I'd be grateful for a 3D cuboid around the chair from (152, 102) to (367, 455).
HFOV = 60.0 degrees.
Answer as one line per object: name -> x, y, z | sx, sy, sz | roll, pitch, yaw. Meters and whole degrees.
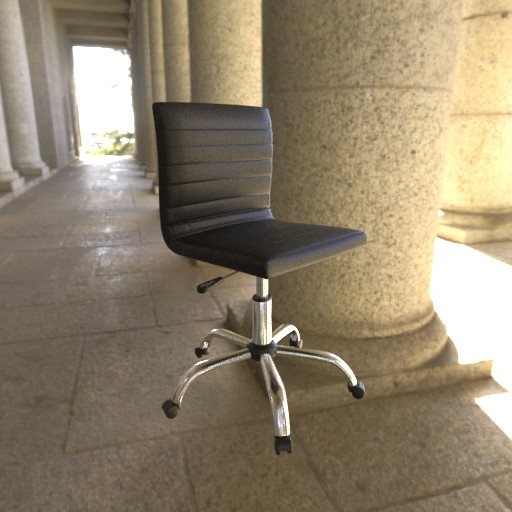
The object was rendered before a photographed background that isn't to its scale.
chair -> 0.000, 0.000, 1.181 | 0.530, 0.780, 0.556 | 15, 22, 42
